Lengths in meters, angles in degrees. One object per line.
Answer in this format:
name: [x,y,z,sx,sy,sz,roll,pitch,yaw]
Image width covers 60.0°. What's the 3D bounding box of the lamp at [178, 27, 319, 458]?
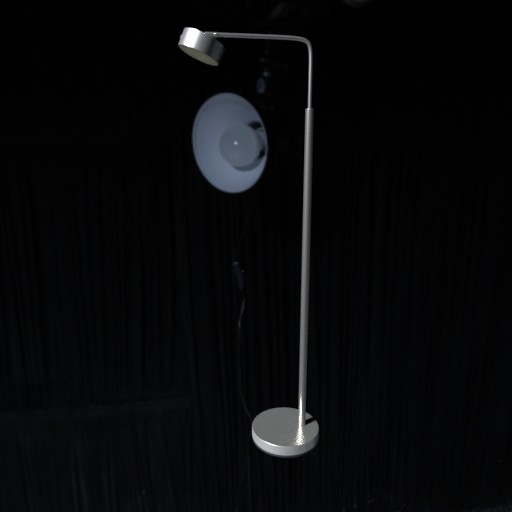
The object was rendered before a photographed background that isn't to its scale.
lamp: [0.000,0.000,1.344,0.421,1.250,0.222,-2,13,-8]
